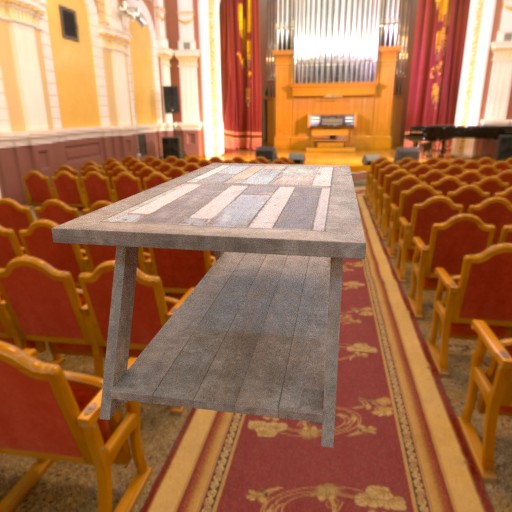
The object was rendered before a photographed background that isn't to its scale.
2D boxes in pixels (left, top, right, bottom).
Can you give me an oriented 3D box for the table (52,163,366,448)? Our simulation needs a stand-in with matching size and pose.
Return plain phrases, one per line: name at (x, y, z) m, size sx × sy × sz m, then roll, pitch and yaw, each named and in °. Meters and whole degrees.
table at (0.000, 0.000, 1.472) m, size 0.610 × 0.470 × 1.219 m, roll 3°, pitch 18°, yaw 10°
